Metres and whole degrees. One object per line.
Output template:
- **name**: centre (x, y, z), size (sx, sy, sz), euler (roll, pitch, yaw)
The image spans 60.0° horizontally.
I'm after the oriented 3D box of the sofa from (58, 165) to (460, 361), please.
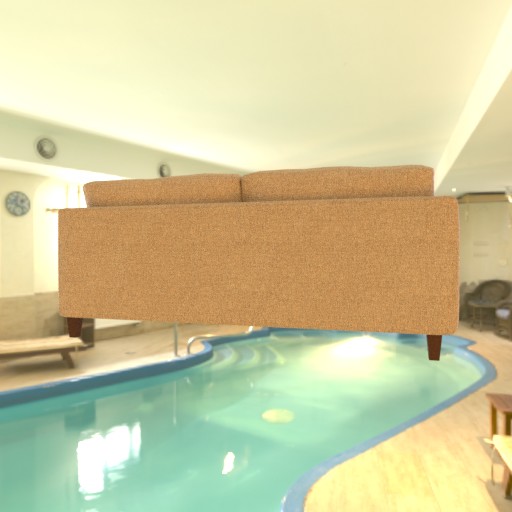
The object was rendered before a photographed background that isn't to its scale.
- **sofa**: centre (0.000, 0.000, 2.759), size (2.208, 0.965, 0.951), euler (0, 1, 16)
